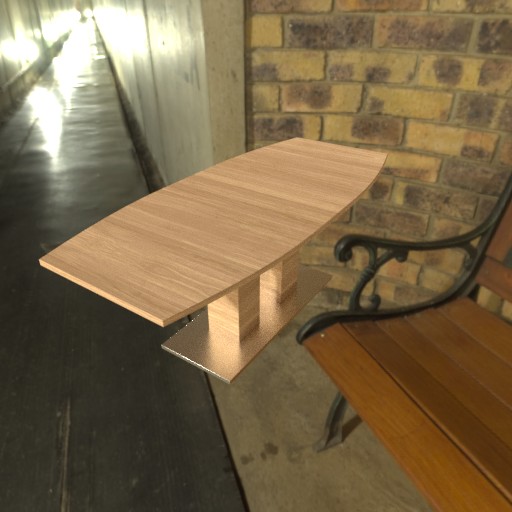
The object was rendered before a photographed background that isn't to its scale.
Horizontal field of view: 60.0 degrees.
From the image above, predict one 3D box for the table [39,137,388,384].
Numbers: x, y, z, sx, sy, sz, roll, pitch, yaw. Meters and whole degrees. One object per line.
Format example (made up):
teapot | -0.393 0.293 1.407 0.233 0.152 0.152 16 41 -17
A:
table | 0.000 0.000 2.481 0.900 0.750 2.032 19 36 29
